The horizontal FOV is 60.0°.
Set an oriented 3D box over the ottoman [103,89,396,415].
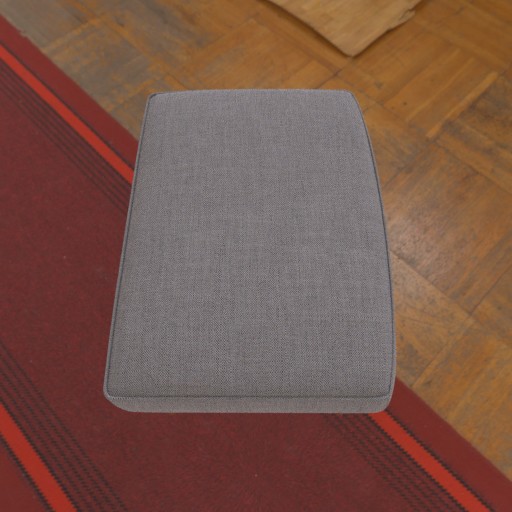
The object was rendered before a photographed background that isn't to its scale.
[{"bbox_3d":[0.000,0.000,1.086,0.555,0.458,0.750,0,64,0],"label":"ottoman"}]
